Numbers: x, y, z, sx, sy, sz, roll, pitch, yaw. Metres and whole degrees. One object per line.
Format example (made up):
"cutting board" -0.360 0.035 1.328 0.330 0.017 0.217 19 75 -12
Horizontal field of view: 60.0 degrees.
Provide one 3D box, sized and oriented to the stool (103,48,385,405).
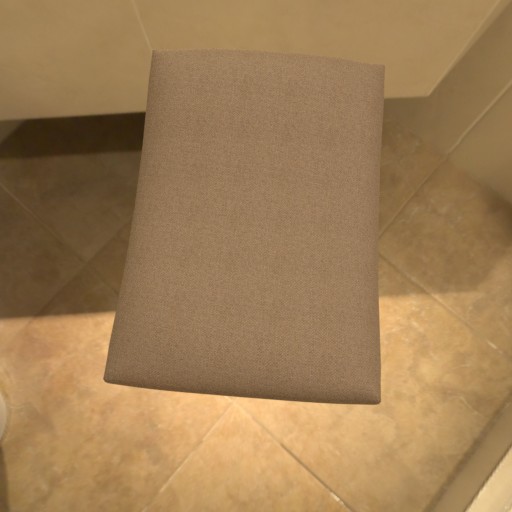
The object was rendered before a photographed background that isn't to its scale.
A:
"stool" 0.000 0.000 0.901 0.375 0.632 0.509 4 77 1
